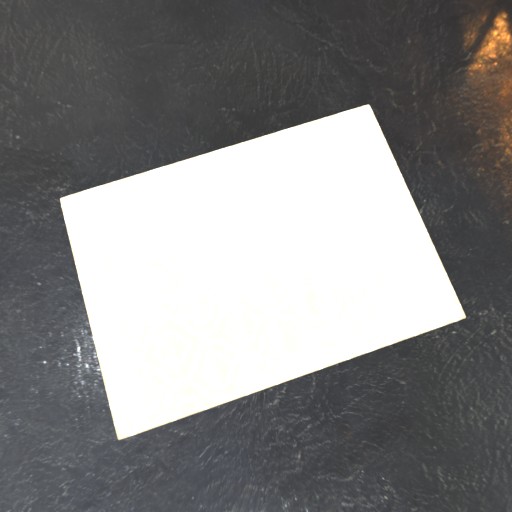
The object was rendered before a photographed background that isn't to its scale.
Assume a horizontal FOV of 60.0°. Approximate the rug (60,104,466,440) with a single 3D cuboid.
[{"bbox_3d":[0.000,0.000,2.735,2.134,0.010,1.524,-18,76,-5],"label":"rug"}]
